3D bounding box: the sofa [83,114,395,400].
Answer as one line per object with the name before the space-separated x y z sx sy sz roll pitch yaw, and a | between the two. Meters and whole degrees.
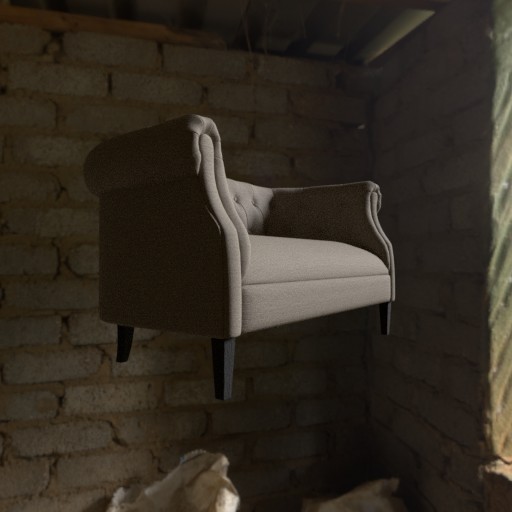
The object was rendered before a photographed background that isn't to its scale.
sofa | 0.000 0.000 2.025 0.835 0.827 1.558 0 -1 36
